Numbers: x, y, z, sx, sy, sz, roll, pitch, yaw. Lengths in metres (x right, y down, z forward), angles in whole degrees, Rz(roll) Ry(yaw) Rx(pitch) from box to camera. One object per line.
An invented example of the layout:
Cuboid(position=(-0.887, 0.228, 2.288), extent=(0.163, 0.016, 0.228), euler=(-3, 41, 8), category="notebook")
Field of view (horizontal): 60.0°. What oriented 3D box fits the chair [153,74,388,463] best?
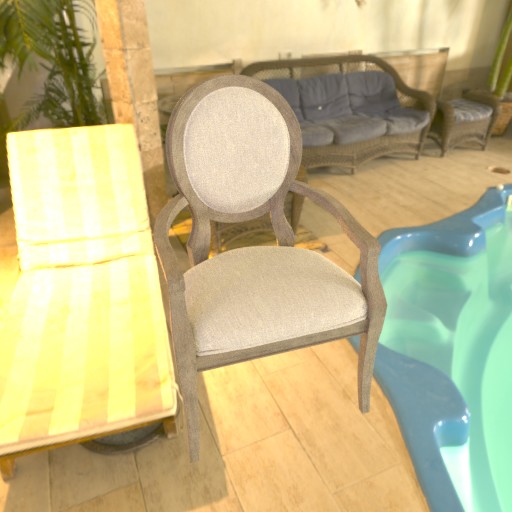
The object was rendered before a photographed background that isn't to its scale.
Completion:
Cuboid(position=(0.000, 0.000, 1.395), extent=(0.611, 0.991, 0.602), euler=(-10, 33, -15), category="chair")
